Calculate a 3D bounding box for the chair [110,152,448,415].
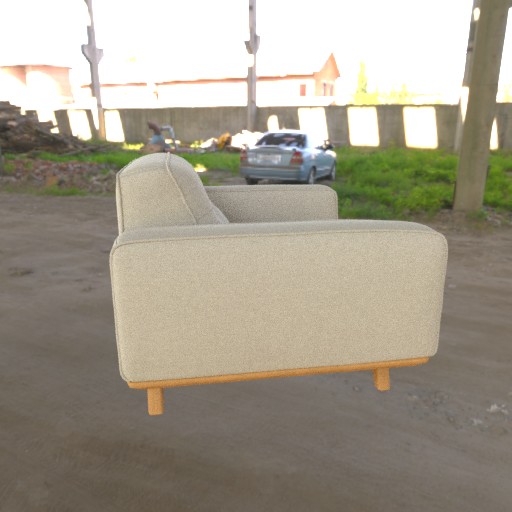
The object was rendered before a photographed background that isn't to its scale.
[{"bbox_3d":[0.000,0.000,1.738,0.953,0.779,1.115,-3,16,-10],"label":"chair"}]
